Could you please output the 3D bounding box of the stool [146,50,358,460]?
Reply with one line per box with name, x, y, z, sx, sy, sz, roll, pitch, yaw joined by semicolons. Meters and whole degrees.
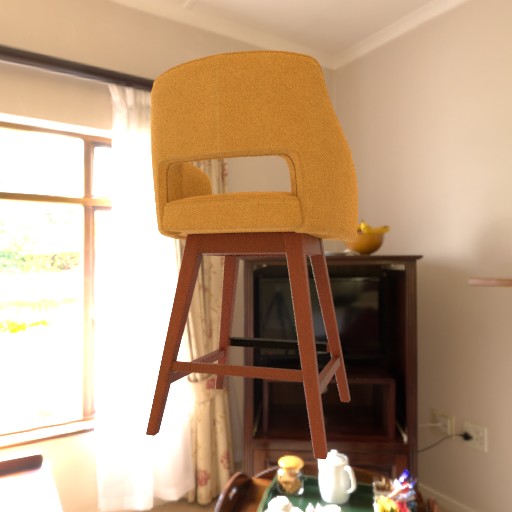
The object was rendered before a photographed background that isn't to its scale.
stool;0.000;0.000;1.262;0.548;0.924;0.558;0;-1;19
